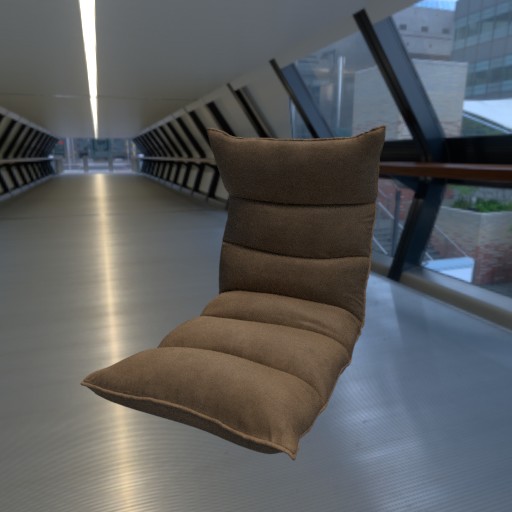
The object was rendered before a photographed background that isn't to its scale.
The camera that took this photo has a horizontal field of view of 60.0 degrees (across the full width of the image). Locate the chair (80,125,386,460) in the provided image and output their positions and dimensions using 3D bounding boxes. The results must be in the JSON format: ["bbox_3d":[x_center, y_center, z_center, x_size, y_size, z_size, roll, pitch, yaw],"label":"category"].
[{"bbox_3d":[0.000,0.000,1.540,0.714,0.892,0.985,6,15,24],"label":"chair"}]
